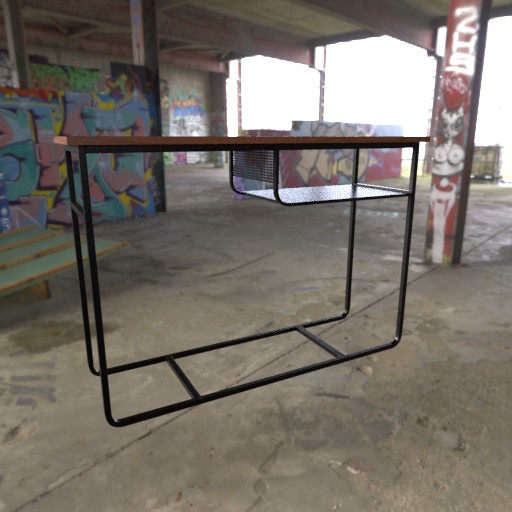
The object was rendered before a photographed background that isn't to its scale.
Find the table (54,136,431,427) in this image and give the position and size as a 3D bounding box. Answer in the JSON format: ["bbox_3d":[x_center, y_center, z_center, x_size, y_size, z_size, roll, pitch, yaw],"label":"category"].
[{"bbox_3d":[0.000,0.000,1.439,1.100,0.750,0.350,-8,17,-27],"label":"table"}]
